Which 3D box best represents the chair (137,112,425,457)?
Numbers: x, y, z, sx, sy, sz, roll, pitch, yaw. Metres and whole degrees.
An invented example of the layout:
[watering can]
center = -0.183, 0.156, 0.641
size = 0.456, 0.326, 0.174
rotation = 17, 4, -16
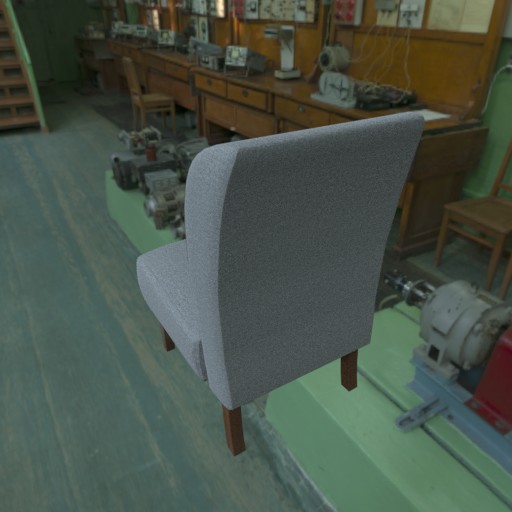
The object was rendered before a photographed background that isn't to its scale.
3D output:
[chair]
center = 0.000, 0.000, 1.186
size = 0.513, 0.804, 0.592
rotation = -18, 35, -28
